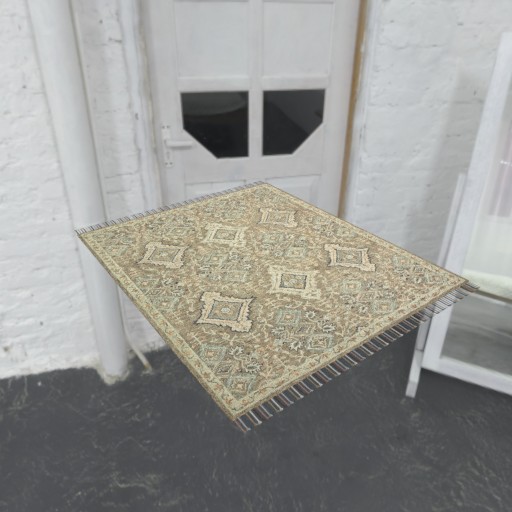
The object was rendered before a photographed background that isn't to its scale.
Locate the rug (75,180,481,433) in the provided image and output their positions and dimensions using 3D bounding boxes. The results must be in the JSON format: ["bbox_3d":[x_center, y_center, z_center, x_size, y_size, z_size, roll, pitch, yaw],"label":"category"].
[{"bbox_3d":[0.000,0.000,4.144,2.437,0.010,3.056,-21,36,-31],"label":"rug"}]
